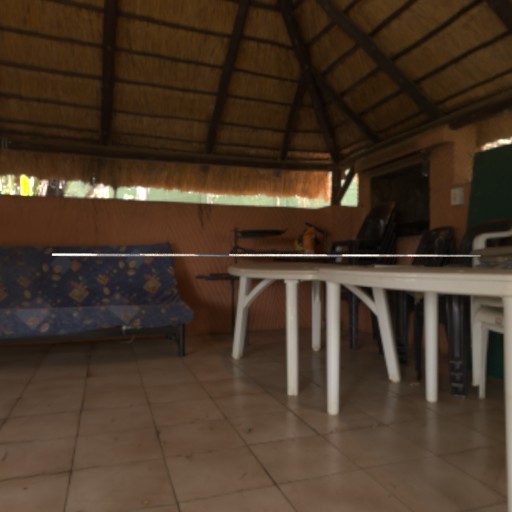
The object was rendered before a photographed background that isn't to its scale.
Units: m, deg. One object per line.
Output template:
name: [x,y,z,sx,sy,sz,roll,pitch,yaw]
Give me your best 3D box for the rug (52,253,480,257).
rug: [0.000,0.000,3.041,2.423,0.008,1.513,0,0,-20]
